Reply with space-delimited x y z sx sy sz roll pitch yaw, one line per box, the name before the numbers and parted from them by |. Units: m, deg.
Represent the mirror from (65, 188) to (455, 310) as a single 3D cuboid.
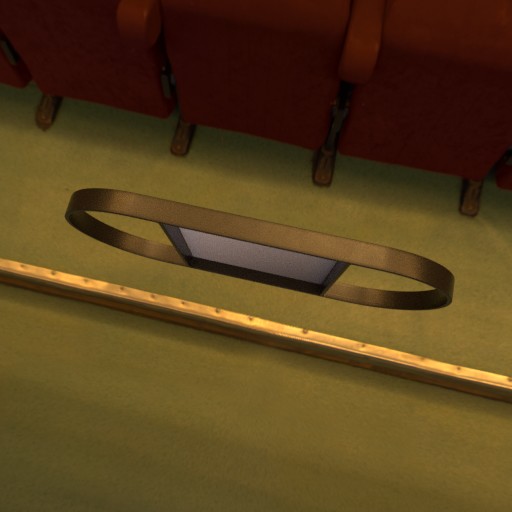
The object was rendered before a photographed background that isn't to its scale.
mirror | 0.000 0.000 0.680 0.584 0.254 0.032 12 76 3
